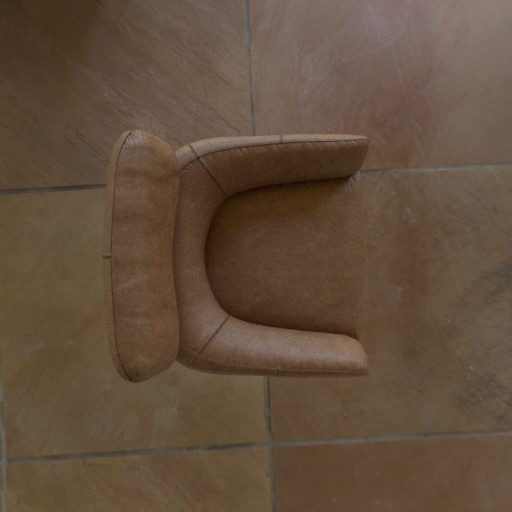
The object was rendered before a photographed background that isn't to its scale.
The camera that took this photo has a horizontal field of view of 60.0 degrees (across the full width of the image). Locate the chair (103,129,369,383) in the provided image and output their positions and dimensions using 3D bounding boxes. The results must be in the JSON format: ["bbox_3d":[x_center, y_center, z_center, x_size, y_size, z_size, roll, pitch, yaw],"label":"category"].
[{"bbox_3d":[0.000,0.000,1.387,0.715,0.812,0.706,0,90,0],"label":"chair"}]
